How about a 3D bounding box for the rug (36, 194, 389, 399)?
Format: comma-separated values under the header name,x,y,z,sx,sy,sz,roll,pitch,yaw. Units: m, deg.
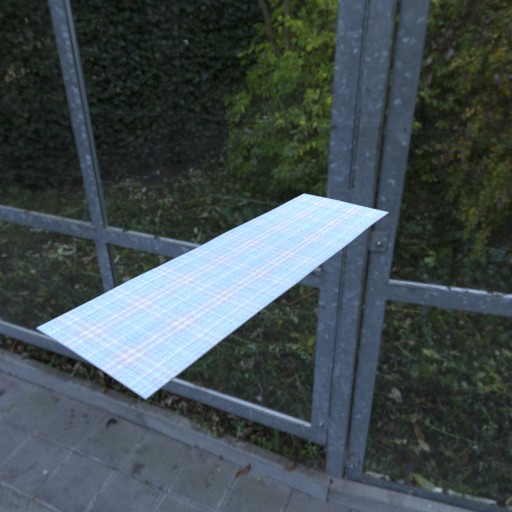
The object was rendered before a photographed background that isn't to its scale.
name,x,y,z,sx,sy,sz,roll,pitch,yaw
rug,0.000,0.000,2.752,0.762,0.013,2.439,18,32,32
